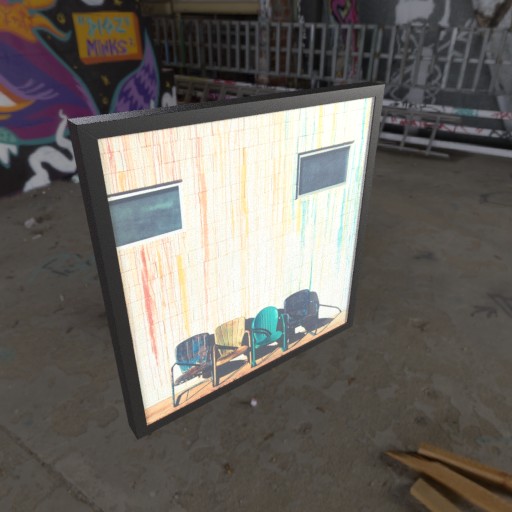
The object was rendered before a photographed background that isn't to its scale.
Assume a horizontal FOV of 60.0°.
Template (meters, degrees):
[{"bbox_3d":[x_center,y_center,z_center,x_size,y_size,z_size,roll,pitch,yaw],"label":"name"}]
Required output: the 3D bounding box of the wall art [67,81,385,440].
[{"bbox_3d":[0.000,0.000,0.745,0.506,0.506,0.037,-20,35,-31],"label":"wall art"}]
